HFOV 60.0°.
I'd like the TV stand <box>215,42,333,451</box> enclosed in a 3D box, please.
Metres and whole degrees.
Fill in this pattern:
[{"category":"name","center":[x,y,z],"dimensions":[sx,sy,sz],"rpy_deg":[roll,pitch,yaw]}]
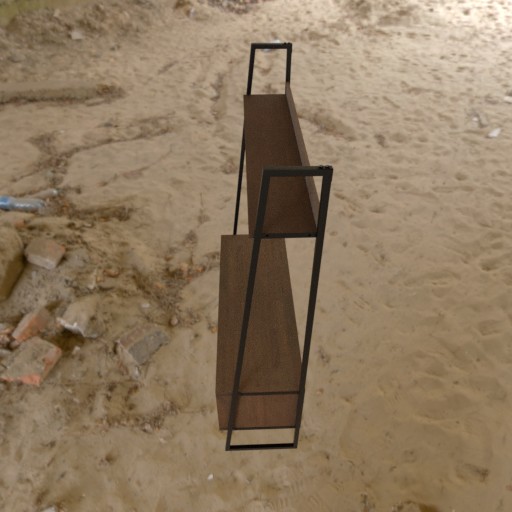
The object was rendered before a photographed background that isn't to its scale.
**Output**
[{"category":"TV stand","center":[0.000,0.000,2.349],"dimensions":[0.432,1.772,1.250],"rpy_deg":[-1,41,-2]}]
